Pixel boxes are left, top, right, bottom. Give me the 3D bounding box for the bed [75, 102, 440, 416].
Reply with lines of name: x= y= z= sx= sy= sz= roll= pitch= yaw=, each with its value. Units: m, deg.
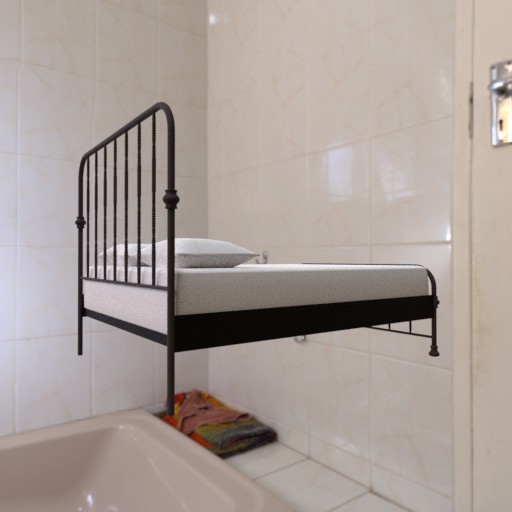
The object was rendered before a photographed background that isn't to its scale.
bed: x=0.000 y=0.000 z=3.222 sx=2.134 sy=1.446 sz=1.616 roll=0 pitch=-1 yaw=-36
